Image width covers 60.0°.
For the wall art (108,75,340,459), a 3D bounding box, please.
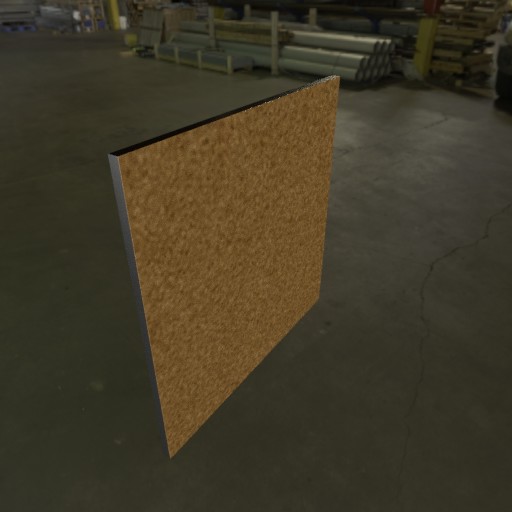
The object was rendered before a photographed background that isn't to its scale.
[{"bbox_3d":[0.000,0.000,0.667,0.014,0.445,0.446,20,38,29],"label":"wall art"}]
